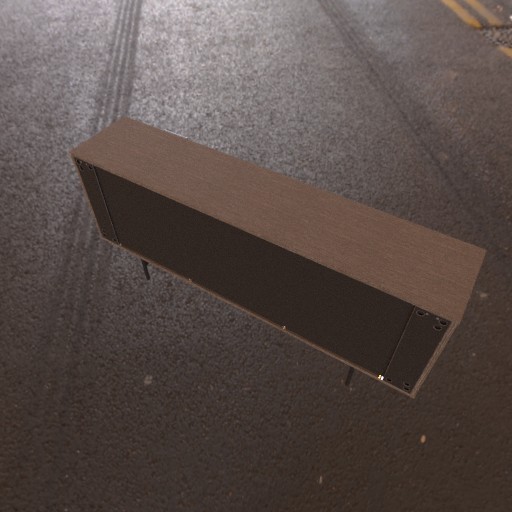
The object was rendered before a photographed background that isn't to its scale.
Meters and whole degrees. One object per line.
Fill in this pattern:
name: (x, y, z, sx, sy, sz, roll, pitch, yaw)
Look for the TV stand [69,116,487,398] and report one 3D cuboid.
TV stand: (0.000, 0.000, 2.158, 1.804, 0.787, 0.405, 24, 52, 21)
